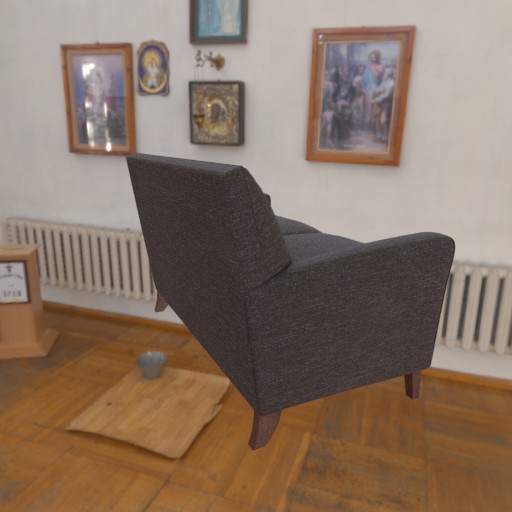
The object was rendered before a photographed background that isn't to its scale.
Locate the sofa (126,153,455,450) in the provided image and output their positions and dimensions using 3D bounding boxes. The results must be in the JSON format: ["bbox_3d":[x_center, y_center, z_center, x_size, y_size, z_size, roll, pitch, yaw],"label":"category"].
[{"bbox_3d":[0.000,0.000,2.049,0.867,0.905,1.509,-7,16,-25],"label":"sofa"}]
